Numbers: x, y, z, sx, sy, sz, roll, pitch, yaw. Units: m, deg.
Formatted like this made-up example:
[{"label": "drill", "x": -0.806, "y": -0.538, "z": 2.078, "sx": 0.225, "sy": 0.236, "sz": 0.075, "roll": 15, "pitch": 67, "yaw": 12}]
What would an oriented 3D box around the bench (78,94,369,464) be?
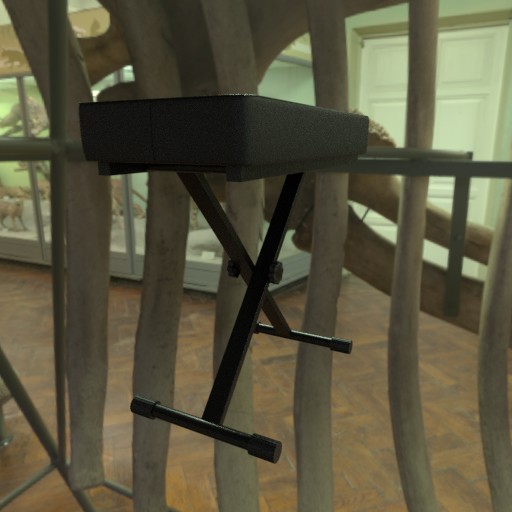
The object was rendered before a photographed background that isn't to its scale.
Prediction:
[{"label": "bench", "x": 0.000, "y": 0.000, "z": 0.903, "sx": 0.300, "sy": 0.561, "sz": 0.600, "roll": 7, "pitch": 16, "yaw": 26}]
